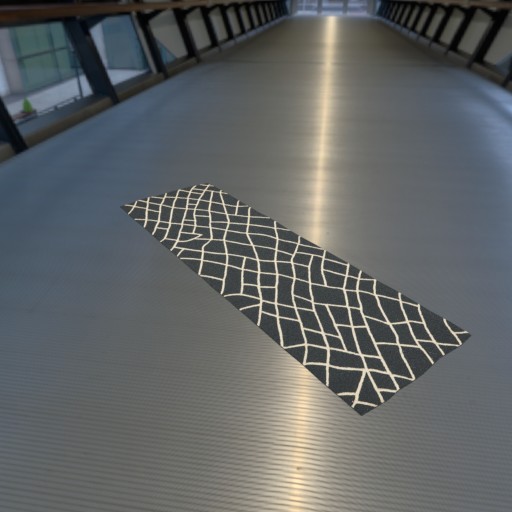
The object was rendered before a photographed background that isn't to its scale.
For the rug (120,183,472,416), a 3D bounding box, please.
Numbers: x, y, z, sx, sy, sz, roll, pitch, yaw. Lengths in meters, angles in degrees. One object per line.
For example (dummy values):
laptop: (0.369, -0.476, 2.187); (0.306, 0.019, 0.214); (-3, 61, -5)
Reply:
rug: (0.000, 0.000, 2.795); (0.807, 0.010, 2.476); (-21, 37, -31)
